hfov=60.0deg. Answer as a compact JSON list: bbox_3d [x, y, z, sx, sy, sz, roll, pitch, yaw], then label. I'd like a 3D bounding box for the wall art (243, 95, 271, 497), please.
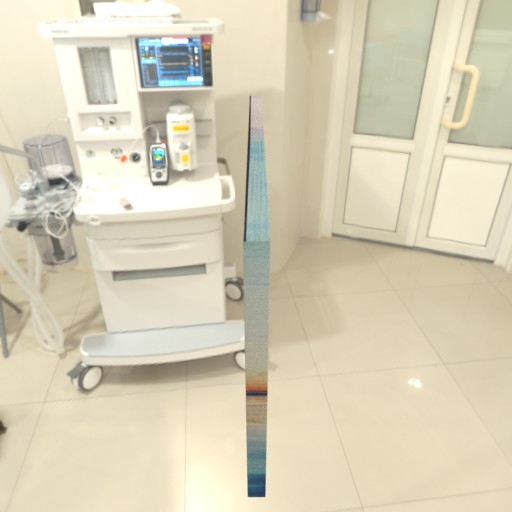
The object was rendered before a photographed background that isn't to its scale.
[{"bbox_3d":[0.000,0.000,1.140,0.037,0.605,0.911,0,32,0],"label":"wall art"}]
